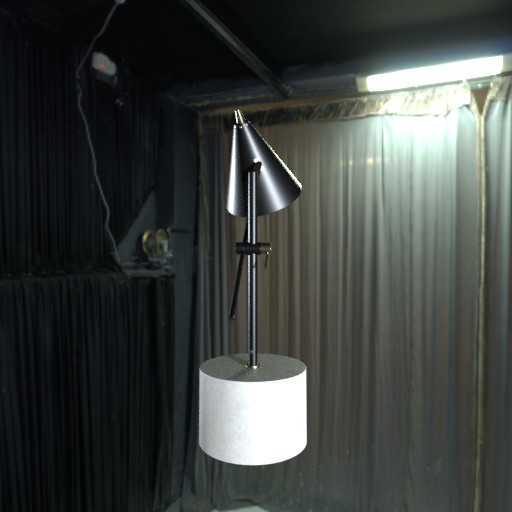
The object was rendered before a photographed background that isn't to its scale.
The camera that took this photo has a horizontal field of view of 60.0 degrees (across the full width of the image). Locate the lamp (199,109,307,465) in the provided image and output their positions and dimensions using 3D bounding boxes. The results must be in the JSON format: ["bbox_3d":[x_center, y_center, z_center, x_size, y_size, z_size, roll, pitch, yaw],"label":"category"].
[{"bbox_3d":[0.000,0.000,0.737,0.214,0.518,0.403,0,1,19],"label":"lamp"}]
